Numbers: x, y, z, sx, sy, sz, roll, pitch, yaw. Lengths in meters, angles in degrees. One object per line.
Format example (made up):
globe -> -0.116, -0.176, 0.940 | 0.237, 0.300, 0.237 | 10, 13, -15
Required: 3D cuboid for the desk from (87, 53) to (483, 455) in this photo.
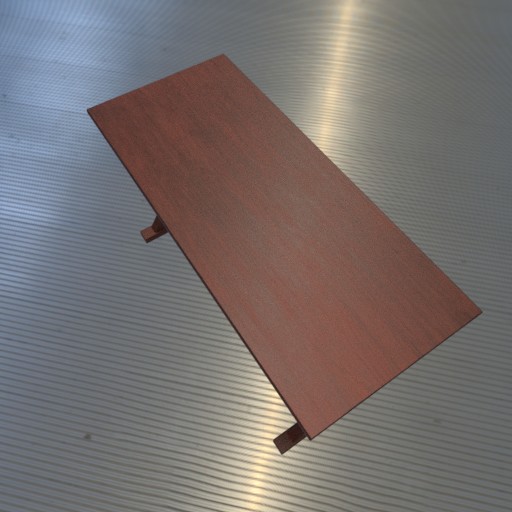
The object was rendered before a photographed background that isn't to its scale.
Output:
desk -> 0.000, 0.000, 1.759 | 0.600, 0.761, 1.372 | -30, 64, -16
